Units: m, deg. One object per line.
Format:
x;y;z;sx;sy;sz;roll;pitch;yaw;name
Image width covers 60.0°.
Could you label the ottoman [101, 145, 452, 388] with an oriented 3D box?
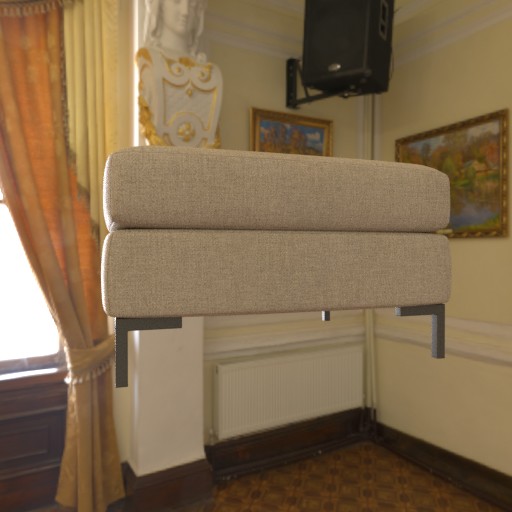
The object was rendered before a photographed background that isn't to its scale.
0.000;0.000;1.253;0.820;0.490;0.671;0;1;-18;ottoman
